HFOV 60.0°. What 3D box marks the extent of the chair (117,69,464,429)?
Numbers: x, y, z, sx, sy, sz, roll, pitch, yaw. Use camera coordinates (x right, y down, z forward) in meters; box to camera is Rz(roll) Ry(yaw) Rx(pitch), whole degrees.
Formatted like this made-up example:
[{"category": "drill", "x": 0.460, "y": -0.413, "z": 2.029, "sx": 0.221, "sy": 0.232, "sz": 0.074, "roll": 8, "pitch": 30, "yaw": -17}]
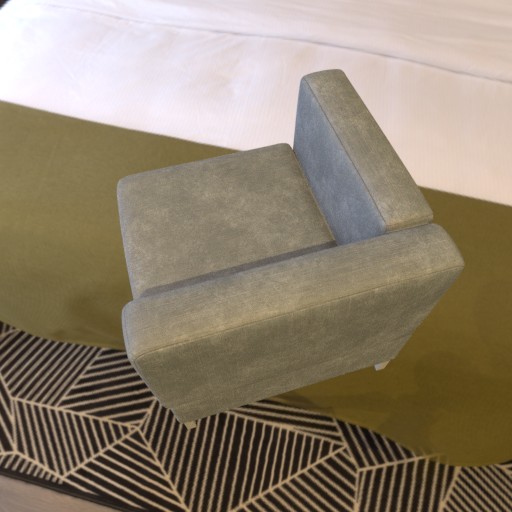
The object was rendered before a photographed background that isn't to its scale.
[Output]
[{"category": "chair", "x": 0.000, "y": 0.000, "z": 1.226, "sx": 0.680, "sy": 0.660, "sz": 0.680, "roll": -14, "pitch": 59, "yaw": -9}]
